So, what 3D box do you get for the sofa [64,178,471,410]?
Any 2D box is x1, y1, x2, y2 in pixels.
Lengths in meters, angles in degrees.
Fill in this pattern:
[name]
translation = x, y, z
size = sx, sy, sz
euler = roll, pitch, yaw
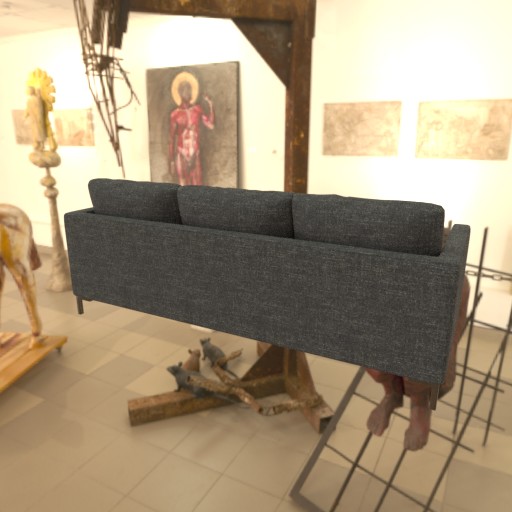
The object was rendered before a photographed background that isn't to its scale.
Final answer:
[sofa]
translation = 0.000, 0.000, 2.615
size = 2.218, 0.874, 0.859
euler = 9, 19, 26
